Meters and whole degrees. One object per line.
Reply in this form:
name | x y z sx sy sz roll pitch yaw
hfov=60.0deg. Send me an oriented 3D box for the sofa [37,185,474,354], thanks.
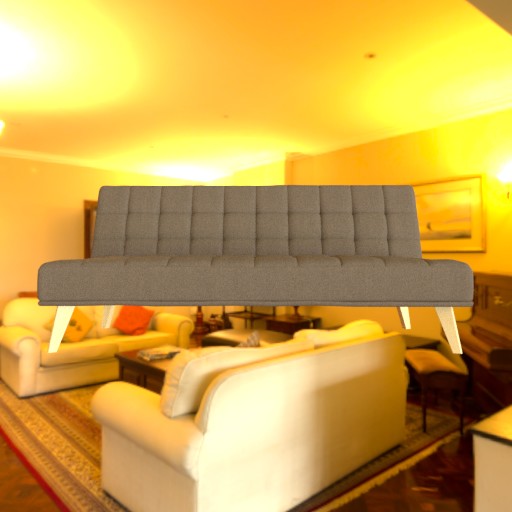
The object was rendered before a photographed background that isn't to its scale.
sofa | 0.000 0.000 2.226 1.800 0.810 0.860 0 0 1
